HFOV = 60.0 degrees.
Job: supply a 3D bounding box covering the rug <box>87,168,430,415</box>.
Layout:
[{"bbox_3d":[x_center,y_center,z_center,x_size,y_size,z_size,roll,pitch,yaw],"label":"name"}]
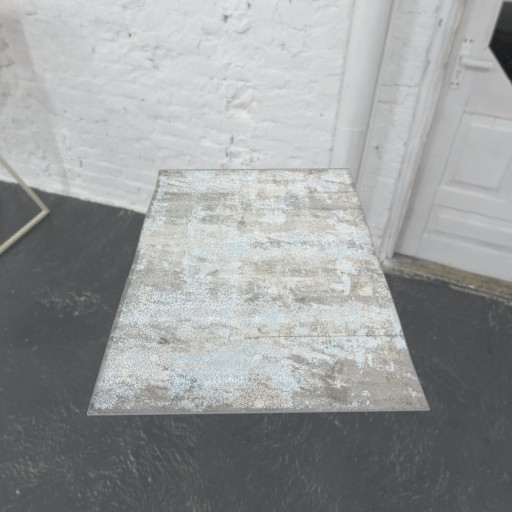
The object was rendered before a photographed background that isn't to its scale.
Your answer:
[{"bbox_3d":[0.000,0.000,4.321,2.393,0.013,3.307,-1,41,-1],"label":"rug"}]
